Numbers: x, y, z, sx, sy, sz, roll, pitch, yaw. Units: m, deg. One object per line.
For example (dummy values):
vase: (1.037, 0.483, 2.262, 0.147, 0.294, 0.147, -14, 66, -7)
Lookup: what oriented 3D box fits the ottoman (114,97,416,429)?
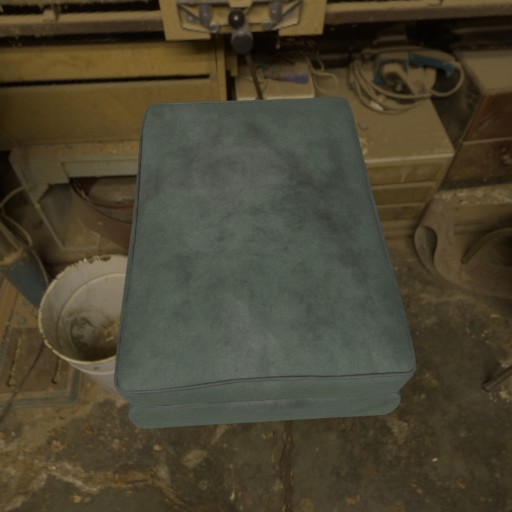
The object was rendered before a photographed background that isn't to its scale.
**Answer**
ottoman: (0.000, 0.000, 1.250, 0.632, 0.495, 0.864, -3, 58, -2)
